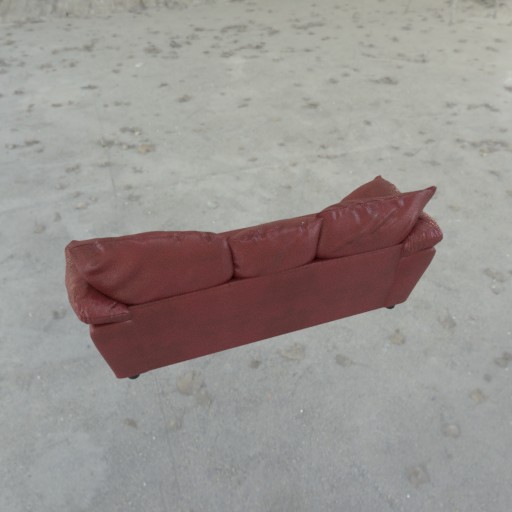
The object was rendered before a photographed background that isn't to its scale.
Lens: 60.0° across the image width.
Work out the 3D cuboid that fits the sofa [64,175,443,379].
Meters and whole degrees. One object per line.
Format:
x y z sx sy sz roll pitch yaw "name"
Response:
0.000 0.000 3.006 2.390 1.091 0.907 -12 41 -15 "sofa"
